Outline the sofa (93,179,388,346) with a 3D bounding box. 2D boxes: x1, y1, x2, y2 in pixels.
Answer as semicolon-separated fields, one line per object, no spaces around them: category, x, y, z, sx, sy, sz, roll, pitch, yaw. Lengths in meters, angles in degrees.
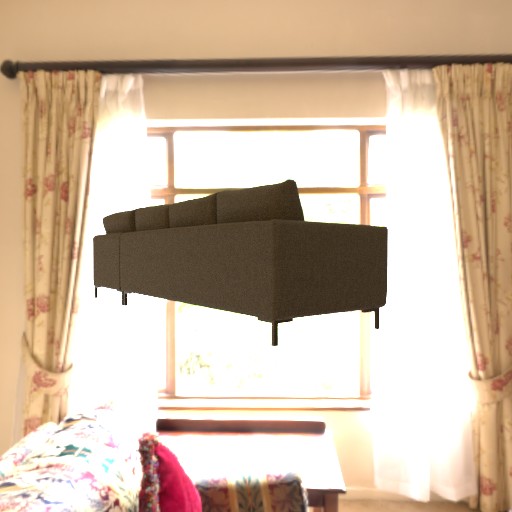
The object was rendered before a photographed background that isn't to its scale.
sofa;0.000;0.000;3.912;1.984;0.858;2.972;0;1;-37
